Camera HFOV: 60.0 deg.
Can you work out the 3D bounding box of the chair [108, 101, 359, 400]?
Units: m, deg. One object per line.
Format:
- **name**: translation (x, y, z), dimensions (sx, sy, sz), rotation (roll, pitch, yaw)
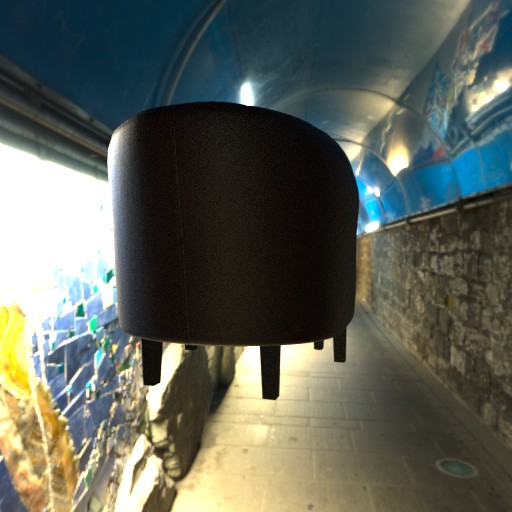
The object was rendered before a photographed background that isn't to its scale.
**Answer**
- **chair**: translation (0.000, 0.000, 1.615), dimensions (0.737, 0.755, 1.176), rotation (0, 0, 19)
